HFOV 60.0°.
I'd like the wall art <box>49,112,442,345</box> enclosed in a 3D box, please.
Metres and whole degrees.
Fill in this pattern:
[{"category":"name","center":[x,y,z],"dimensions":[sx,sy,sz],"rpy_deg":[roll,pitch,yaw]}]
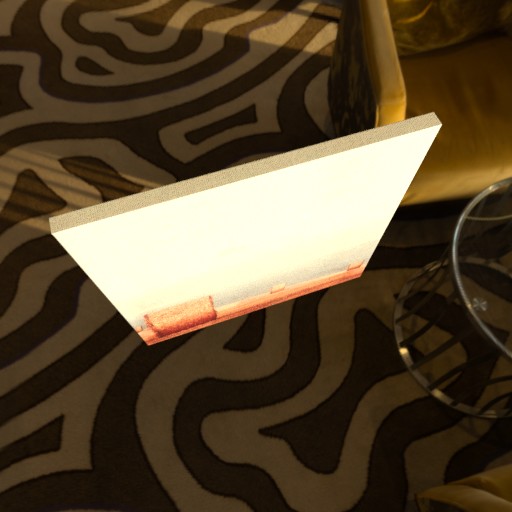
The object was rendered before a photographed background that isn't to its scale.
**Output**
[{"category":"wall art","center":[0.000,0.000,0.930],"dimensions":[0.605,0.605,0.034],"rpy_deg":[-17,65,-8]}]
